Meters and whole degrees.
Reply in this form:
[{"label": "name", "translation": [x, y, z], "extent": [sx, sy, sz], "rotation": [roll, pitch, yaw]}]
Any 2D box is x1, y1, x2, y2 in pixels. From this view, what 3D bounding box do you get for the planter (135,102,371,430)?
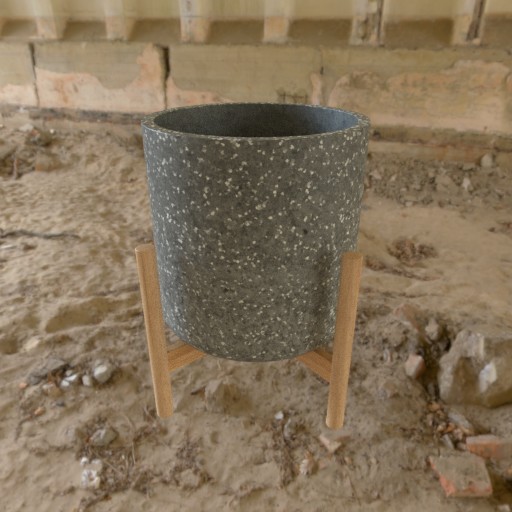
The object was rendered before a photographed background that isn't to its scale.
[{"label": "planter", "translation": [0.000, 0.000, 0.691], "extent": [0.360, 0.419, 0.360], "rotation": [-8, 27, -16]}]
